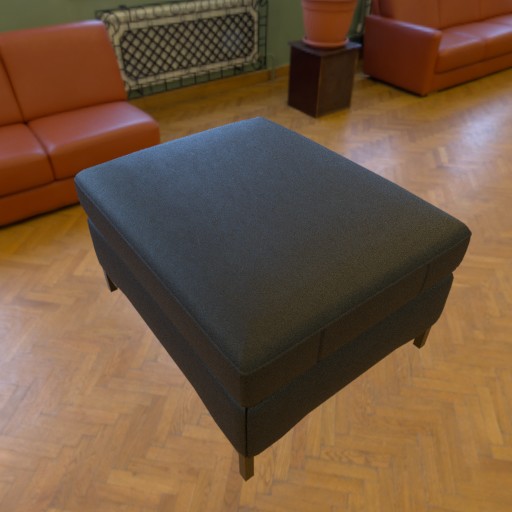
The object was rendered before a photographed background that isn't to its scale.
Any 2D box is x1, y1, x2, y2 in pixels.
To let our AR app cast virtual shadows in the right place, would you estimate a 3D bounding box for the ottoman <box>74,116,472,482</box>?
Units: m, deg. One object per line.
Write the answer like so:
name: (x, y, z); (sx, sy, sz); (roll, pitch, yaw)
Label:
ottoman: (0.000, 0.000, 1.787); (0.967, 0.696, 1.187); (-26, 46, -27)
